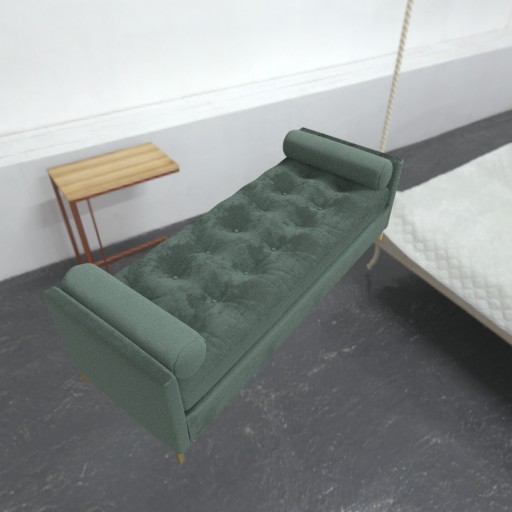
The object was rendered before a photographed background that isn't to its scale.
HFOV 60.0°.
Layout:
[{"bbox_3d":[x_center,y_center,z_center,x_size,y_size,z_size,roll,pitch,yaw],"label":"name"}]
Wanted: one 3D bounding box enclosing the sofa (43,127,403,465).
[{"bbox_3d":[0.000,0.000,2.561,0.796,0.705,2.102,27,48,27],"label":"sofa"}]
